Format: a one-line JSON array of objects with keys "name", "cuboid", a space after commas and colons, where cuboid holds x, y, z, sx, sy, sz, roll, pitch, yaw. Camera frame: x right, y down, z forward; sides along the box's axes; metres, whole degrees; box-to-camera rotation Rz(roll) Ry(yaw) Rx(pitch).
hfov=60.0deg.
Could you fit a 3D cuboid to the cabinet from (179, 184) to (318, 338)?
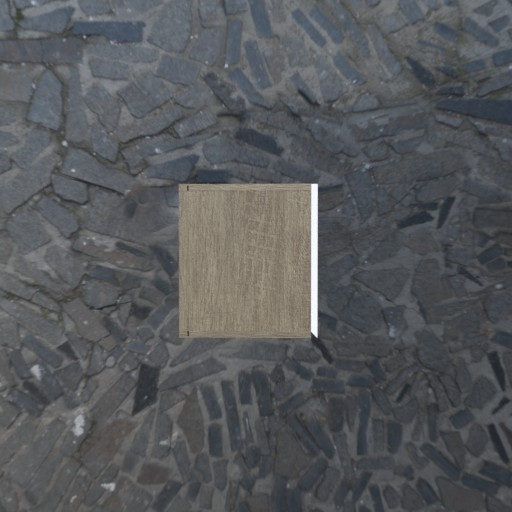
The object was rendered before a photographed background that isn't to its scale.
[{"name": "cabinet", "cuboid": [0.000, 0.000, 1.562, 0.270, 1.400, 0.300, 0, 91, 1]}]
